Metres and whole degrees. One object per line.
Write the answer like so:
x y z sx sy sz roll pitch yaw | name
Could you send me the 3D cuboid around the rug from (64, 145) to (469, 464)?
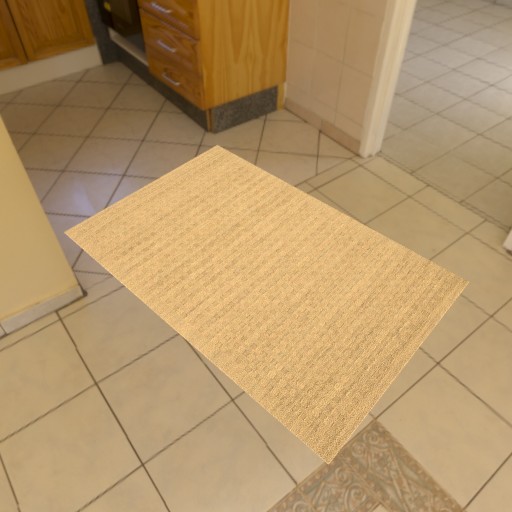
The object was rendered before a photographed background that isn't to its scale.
0.000 0.000 2.267 1.752 0.006 1.142 34 55 28 | rug
